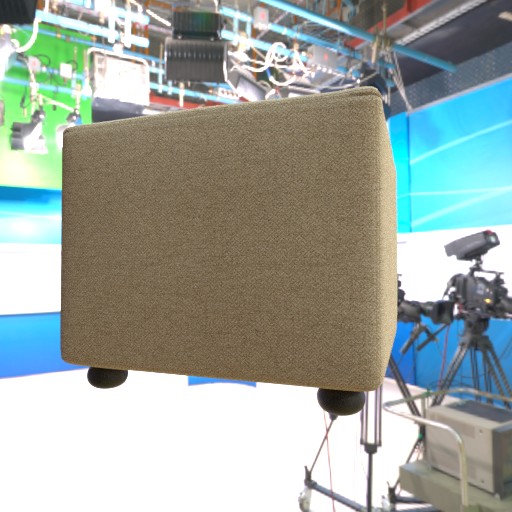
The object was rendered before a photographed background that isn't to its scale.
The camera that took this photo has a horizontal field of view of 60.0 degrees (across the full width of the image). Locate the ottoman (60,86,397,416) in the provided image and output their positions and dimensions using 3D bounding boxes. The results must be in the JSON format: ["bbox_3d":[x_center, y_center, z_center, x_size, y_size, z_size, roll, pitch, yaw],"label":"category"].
[{"bbox_3d":[0.000,0.000,0.848,0.508,0.432,0.508,0,-1,20],"label":"ottoman"}]
